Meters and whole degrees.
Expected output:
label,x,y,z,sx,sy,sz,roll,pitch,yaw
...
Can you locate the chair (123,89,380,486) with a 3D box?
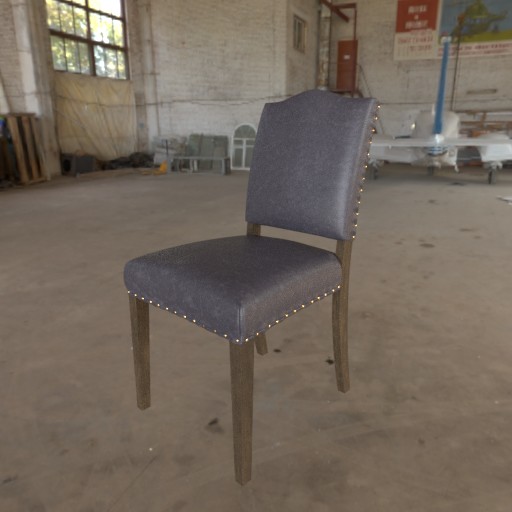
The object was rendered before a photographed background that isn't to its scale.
label,x,y,z,sx,sy,sz,roll,pitch,yaw
chair,0.000,0.000,1.357,0.500,0.991,0.633,15,21,41
